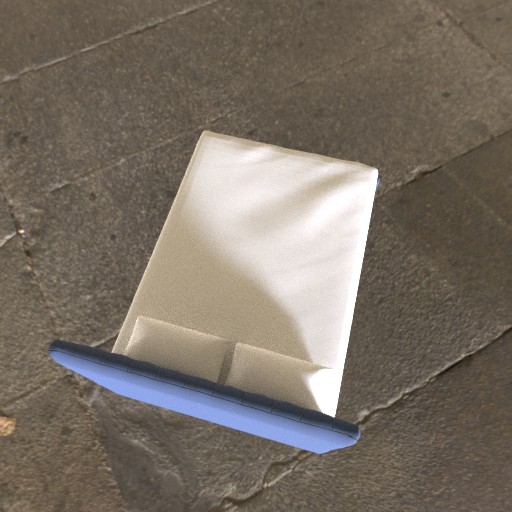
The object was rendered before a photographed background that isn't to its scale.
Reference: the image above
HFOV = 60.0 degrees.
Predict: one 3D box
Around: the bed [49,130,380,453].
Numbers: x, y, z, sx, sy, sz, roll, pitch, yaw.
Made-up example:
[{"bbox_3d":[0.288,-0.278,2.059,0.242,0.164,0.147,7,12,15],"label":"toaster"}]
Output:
[{"bbox_3d":[0.000,0.000,3.384,1.706,1.427,2.387,14,66,6],"label":"bed"}]
